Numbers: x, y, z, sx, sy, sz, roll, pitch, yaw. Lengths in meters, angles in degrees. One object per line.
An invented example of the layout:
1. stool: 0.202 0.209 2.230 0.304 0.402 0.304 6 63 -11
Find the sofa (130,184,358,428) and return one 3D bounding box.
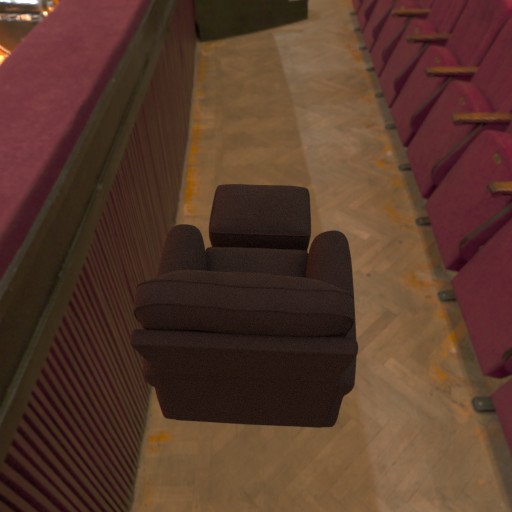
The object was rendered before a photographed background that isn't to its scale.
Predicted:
1. sofa: 0.000 0.000 2.062 0.880 0.959 1.478 2 45 2
